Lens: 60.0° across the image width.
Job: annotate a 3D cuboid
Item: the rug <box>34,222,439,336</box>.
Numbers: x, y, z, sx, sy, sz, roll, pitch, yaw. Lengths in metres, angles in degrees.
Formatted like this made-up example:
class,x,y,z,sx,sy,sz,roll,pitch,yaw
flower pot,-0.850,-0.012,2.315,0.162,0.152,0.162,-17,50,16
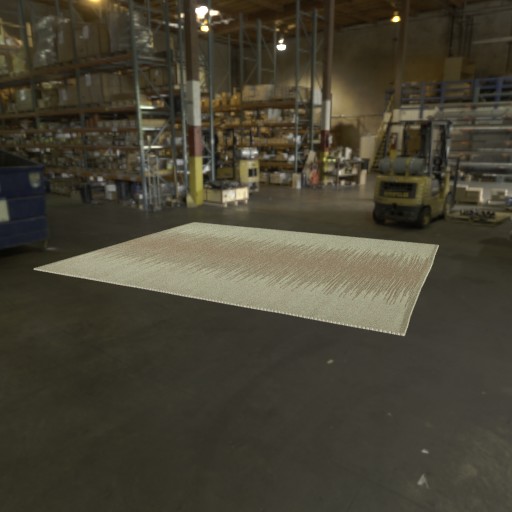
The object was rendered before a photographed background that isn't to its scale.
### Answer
class,x,y,z,sx,sy,sz,roll,pitch,yaw
rug,0.000,0.000,4.186,3.048,0.013,2.438,7,16,25
